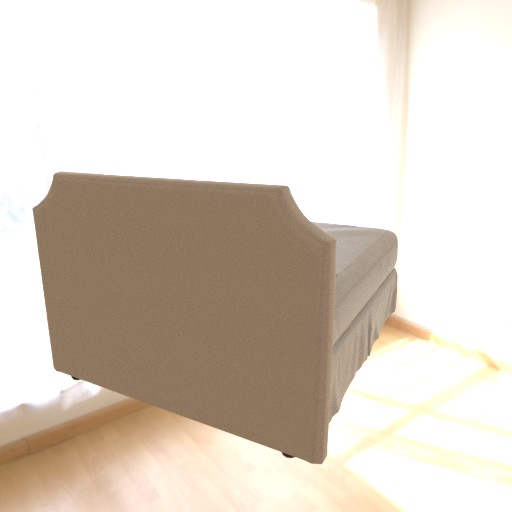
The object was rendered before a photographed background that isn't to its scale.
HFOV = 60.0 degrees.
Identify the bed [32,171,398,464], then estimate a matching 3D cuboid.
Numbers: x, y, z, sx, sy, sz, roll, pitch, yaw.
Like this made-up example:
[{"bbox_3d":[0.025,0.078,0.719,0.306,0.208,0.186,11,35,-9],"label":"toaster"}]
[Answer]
[{"bbox_3d":[0.000,0.000,3.177,1.828,1.297,2.164,8,18,27],"label":"bed"}]
